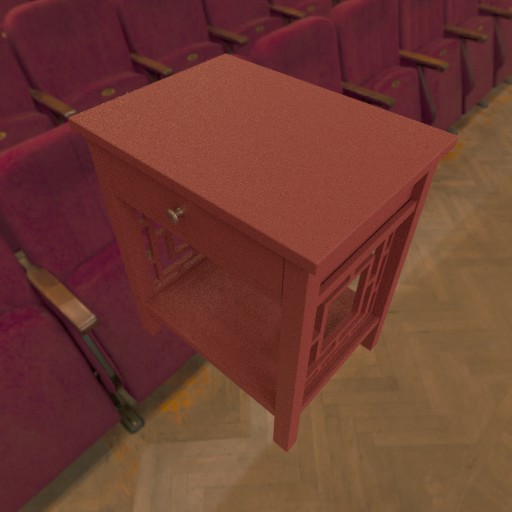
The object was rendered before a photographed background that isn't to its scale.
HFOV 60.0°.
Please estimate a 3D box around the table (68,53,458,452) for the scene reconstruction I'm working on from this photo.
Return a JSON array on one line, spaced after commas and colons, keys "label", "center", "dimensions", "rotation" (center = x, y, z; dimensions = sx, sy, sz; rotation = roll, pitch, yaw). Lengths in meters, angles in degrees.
[{"label": "table", "center": [0.000, 0.000, 1.079], "dimensions": [0.599, 0.686, 0.451], "rotation": [32, 53, 28]}]
